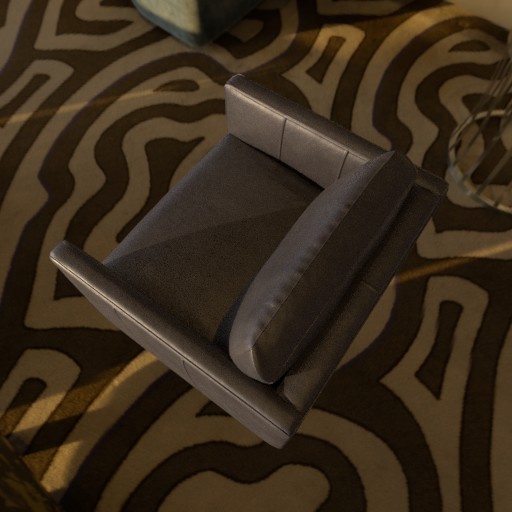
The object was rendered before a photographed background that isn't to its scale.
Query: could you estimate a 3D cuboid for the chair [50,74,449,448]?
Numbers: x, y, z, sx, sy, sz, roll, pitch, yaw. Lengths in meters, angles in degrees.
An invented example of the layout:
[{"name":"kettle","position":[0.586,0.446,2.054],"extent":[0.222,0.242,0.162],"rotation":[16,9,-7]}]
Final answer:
[{"name":"chair","position":[0.000,0.000,1.570],"extent":[0.862,0.811,0.939],"rotation":[33,68,15]}]
